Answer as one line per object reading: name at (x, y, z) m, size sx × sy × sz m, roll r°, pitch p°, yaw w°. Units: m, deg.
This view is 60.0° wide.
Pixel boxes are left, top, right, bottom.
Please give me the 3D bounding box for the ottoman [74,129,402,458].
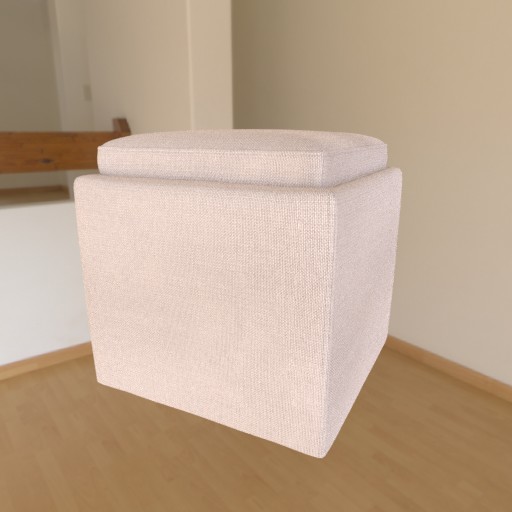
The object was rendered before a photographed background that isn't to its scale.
ottoman at (0.000, 0.000, 0.837) m, size 0.451 × 0.460 × 0.450 m, roll 8°, pitch 18°, yaw 26°
